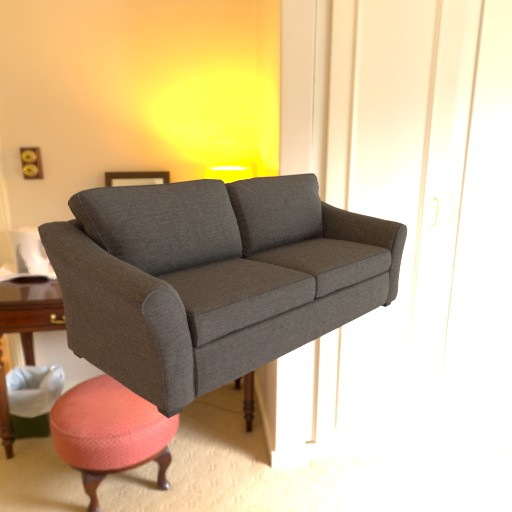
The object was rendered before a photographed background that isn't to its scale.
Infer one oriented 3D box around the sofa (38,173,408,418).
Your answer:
[{"bbox_3d":[0.000,0.000,2.785,0.971,0.950,2.270,13,19,43],"label":"sofa"}]
